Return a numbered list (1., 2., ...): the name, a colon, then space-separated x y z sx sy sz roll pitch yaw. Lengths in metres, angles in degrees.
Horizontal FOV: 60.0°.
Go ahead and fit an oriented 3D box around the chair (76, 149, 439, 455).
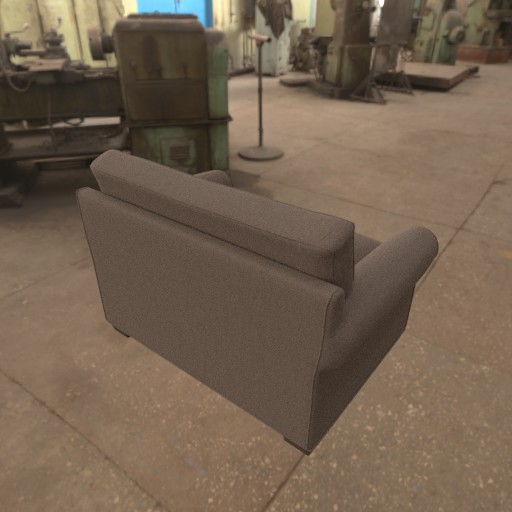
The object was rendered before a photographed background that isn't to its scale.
1. chair: 0.000 0.000 2.050 1.390 0.930 0.930 22 37 32
